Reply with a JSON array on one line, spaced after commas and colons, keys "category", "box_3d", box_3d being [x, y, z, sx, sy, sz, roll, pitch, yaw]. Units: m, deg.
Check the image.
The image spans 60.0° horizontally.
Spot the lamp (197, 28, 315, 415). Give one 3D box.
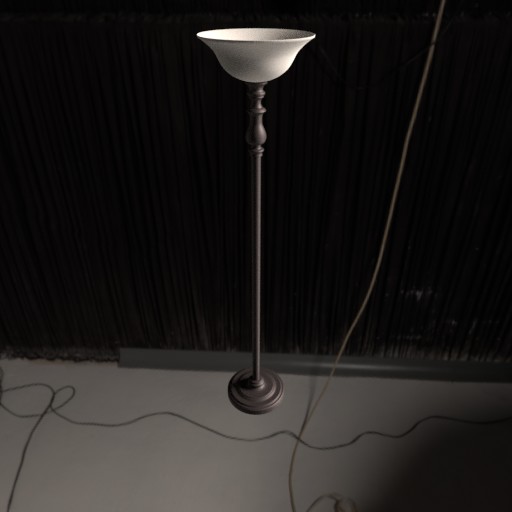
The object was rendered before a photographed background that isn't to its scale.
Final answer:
[{"category": "lamp", "box_3d": [0.000, 0.000, 1.997, 0.405, 1.797, 0.405, 1, 32, 2]}]
